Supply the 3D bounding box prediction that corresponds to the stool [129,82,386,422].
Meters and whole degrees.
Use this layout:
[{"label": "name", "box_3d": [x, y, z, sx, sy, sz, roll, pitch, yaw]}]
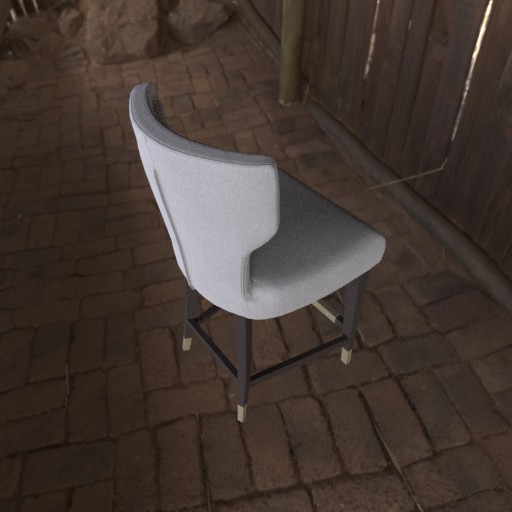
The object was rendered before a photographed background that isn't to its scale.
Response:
[{"label": "stool", "box_3d": [0.000, 0.000, 1.344, 0.563, 0.982, 0.527, -27, 48, -27]}]
